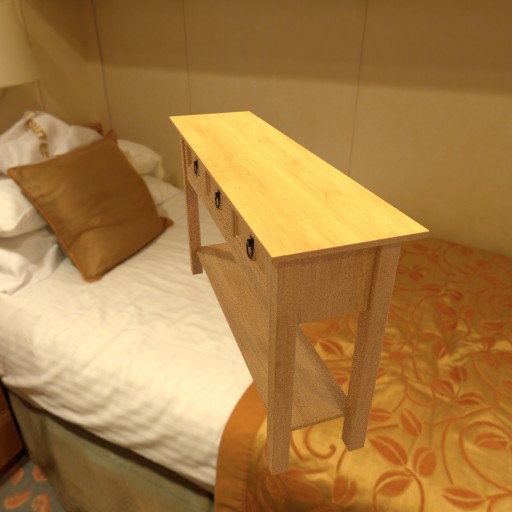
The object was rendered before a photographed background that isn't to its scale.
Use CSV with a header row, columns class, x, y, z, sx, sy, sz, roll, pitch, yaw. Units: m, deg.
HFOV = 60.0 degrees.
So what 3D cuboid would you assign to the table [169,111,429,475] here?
class,x,y,z,sx,sy,sz,roll,pitch,yaw
table,0.000,0.000,1.564,0.350,0.730,1.240,-9,31,-16
